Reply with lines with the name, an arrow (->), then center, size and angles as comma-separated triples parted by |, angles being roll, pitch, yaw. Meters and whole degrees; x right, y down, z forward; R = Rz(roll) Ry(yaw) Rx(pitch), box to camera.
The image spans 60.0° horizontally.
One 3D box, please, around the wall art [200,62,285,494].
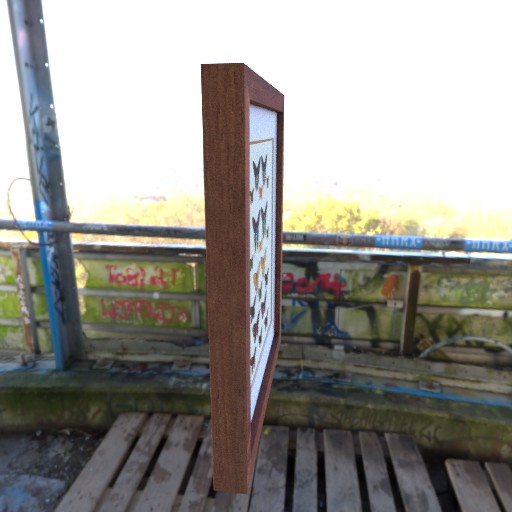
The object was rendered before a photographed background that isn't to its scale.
wall art -> 0.000, 0.000, 0.619 | 0.039, 0.449, 0.377 | 2, 16, 8
